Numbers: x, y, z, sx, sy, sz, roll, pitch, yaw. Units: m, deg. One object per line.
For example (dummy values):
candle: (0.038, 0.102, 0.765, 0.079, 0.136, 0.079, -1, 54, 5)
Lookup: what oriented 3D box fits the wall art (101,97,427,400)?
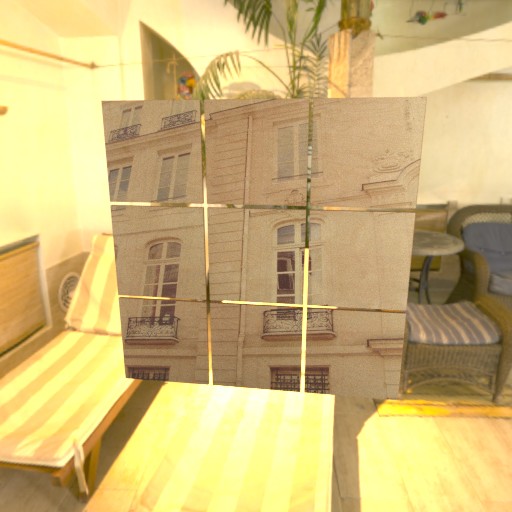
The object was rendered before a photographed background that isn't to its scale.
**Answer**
wall art: (0.000, 0.000, 1.364, 0.915, 0.913, 0.018, 2, 15, 8)
